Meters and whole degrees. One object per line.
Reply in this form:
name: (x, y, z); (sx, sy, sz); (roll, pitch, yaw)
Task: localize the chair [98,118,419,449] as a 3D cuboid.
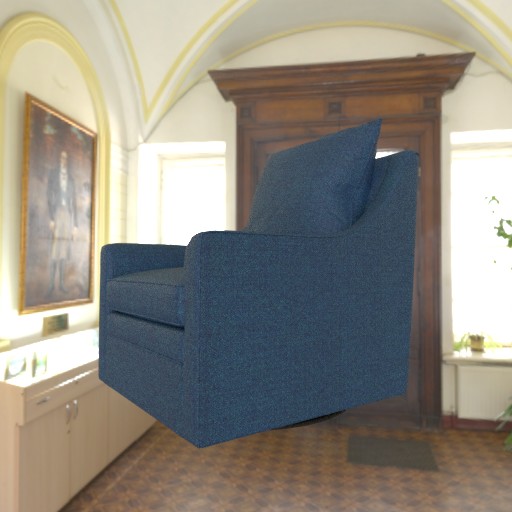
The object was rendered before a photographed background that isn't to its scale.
chair: (0.000, 0.000, 1.545); (0.870, 0.939, 0.750); (1, -2, -36)
